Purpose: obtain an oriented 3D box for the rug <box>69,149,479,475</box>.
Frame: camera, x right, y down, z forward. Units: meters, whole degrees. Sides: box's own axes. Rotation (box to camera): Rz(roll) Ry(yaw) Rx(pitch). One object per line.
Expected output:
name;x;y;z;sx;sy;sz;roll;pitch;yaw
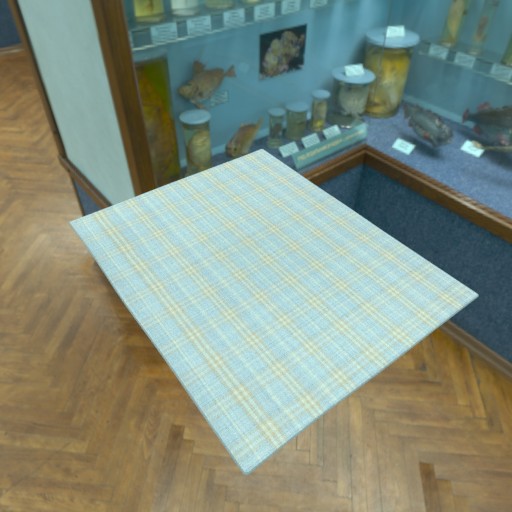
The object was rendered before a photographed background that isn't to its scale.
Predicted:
rug;0.000;0.000;4.129;2.462;0.030;3.066;-27;50;-26
